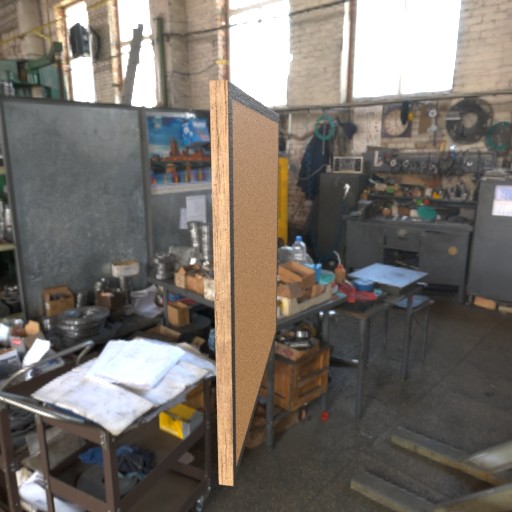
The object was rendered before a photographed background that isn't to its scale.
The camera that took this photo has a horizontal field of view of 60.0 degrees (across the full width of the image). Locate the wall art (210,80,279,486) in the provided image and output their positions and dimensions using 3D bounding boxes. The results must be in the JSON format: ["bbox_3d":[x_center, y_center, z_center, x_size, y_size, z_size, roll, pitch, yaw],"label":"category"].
[{"bbox_3d":[0.000,0.000,1.057,0.029,0.691,0.695,2,14,9],"label":"wall art"}]
